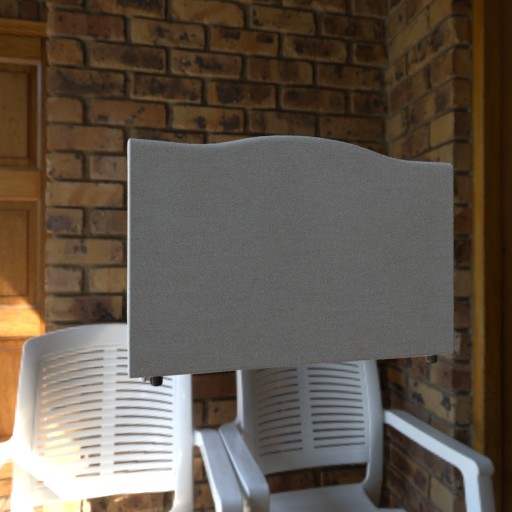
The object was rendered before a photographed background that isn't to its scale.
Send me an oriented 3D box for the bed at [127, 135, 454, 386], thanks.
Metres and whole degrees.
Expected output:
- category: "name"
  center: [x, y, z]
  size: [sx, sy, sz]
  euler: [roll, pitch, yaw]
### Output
- category: "bed"
  center: [0.000, 0.000, 3.659]
  size: [2.083, 1.421, 2.182]
  euler: [0, 0, -17]
